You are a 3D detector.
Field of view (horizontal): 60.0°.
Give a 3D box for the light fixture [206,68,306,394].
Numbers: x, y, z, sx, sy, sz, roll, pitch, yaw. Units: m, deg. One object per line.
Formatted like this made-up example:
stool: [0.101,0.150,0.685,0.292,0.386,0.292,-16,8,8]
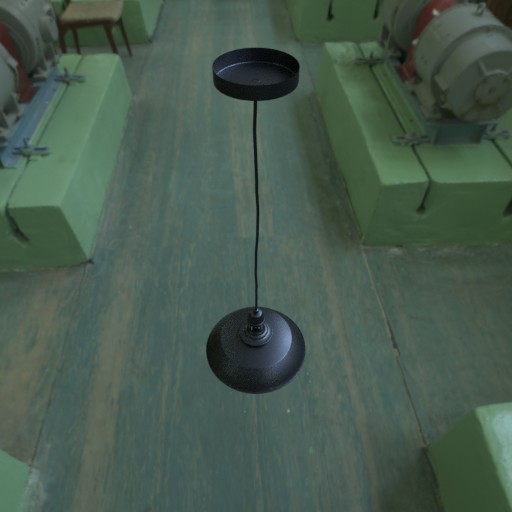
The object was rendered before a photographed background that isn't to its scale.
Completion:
light fixture: [0.000,0.000,1.153,0.331,0.993,0.331,-3,47,-3]
